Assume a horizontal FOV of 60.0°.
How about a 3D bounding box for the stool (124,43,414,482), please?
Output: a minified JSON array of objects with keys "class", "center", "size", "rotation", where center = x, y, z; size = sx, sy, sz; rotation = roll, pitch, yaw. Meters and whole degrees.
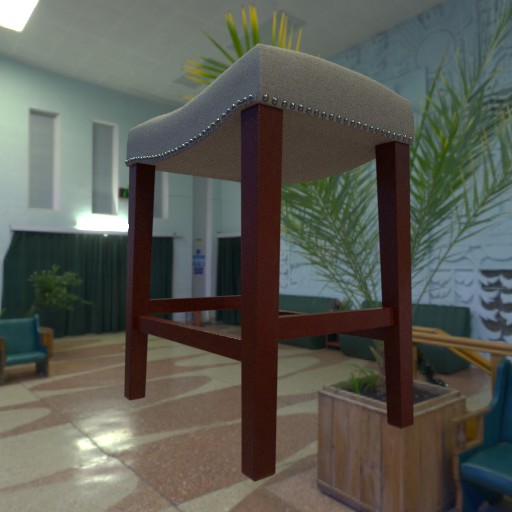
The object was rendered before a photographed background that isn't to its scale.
[{"class":"stool","center":[0.000,0.000,0.912],"size":[0.375,0.632,0.509],"rotation":[1,-2,-37]}]
